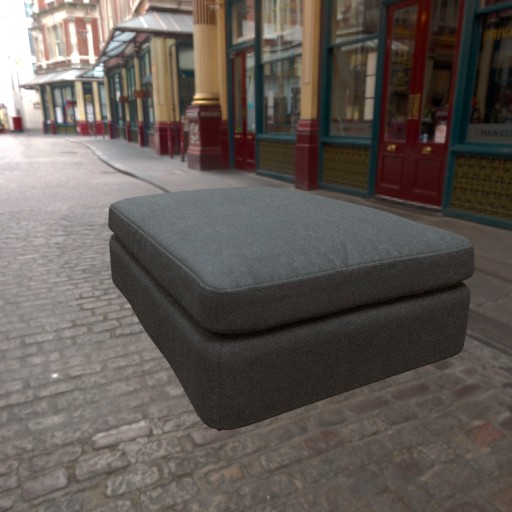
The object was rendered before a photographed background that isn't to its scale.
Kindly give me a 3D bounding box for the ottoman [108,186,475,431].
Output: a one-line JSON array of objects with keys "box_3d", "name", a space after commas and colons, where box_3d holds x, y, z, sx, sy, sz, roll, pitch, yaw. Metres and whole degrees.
[{"box_3d": [0.000, 0.000, 1.586, 0.840, 0.429, 1.199, -8, 18, -27], "name": "ottoman"}]
